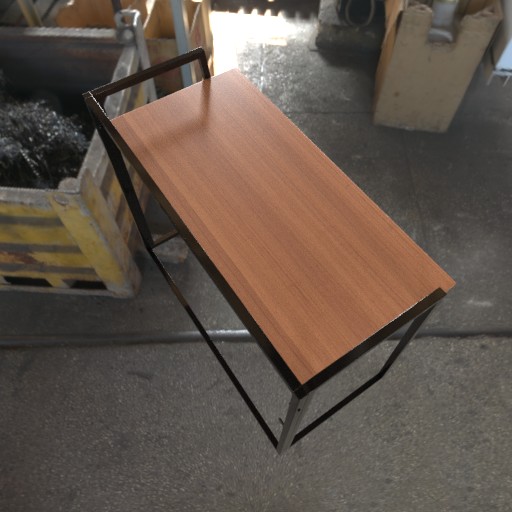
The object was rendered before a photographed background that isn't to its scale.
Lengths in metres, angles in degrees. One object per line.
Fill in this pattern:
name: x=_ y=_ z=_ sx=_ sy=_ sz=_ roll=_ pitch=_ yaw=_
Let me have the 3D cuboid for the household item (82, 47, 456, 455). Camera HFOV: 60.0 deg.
household item: x=0.000 y=0.000 z=1.507 sx=0.510 sy=0.860 sz=1.050 roll=-30 pitch=64 yaw=-17
